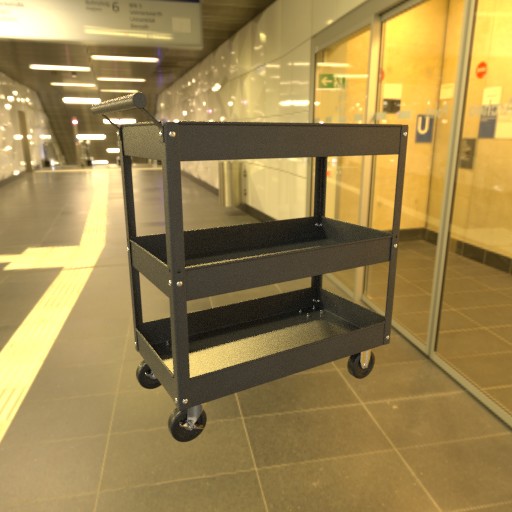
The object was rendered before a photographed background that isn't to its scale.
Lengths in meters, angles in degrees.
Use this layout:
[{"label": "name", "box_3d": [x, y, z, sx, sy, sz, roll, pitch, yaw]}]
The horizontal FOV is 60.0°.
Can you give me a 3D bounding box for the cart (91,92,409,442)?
[{"label": "cart", "box_3d": [0.000, 0.000, 1.203, 0.719, 0.780, 0.366, -9, 18, -29]}]
